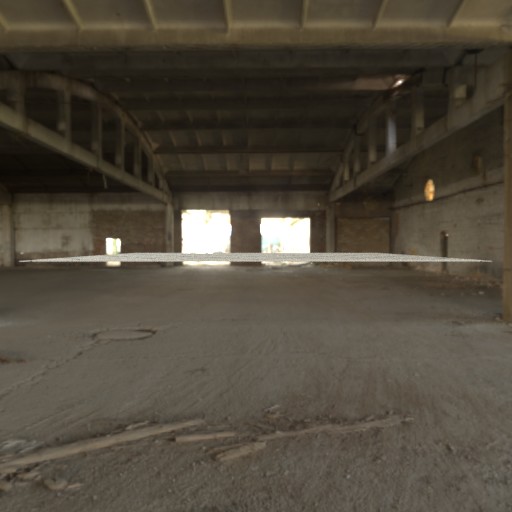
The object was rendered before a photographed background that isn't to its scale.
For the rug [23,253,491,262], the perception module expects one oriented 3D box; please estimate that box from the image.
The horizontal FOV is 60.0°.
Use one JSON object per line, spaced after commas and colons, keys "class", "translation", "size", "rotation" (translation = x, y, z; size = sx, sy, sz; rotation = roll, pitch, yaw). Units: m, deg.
{"class": "rug", "translation": [0.000, 0.000, 4.038], "size": [3.051, 0.013, 2.380], "rotation": [0, 1, 0]}
